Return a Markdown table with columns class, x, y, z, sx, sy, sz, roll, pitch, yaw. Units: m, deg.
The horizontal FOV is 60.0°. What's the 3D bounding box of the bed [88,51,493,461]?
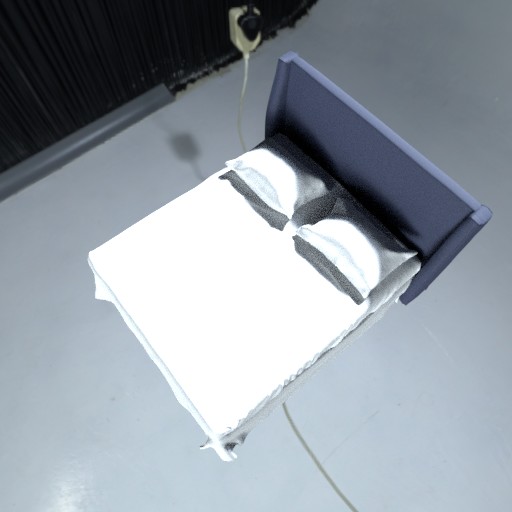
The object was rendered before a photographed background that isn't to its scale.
| class | x | y | z | sx | sy | sz | roll | pitch | yaw |
| --- | --- | --- | --- | --- | --- | --- | --- | --- | --- |
| bed | 0.000 | 0.000 | 3.319 | 2.276 | 1.332 | 1.925 | -36 | 69 | -16 |
